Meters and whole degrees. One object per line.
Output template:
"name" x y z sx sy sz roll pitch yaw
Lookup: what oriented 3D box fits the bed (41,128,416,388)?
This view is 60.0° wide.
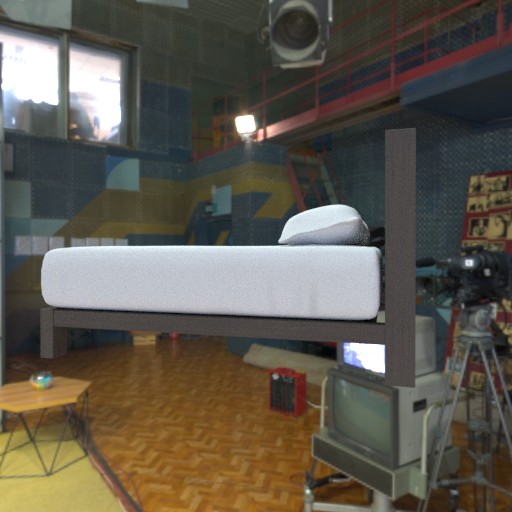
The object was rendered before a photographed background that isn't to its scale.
"bed" 0.000 0.000 3.487 2.238 1.261 2.143 0 0 16
